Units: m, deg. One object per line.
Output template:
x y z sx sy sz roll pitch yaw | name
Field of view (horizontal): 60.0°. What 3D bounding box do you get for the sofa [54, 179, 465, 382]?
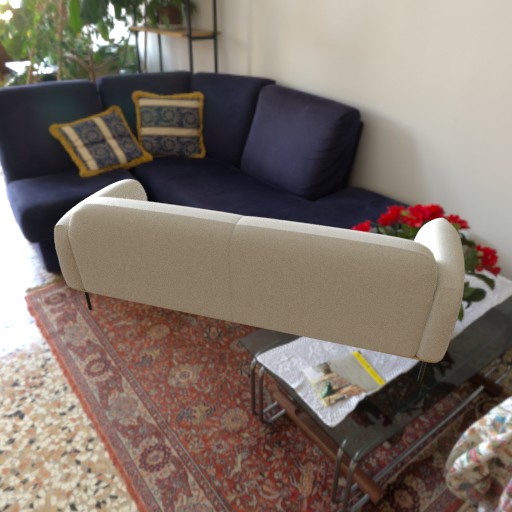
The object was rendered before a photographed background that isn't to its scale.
0.000 0.000 2.664 2.257 0.780 0.880 9 33 15 | sofa
